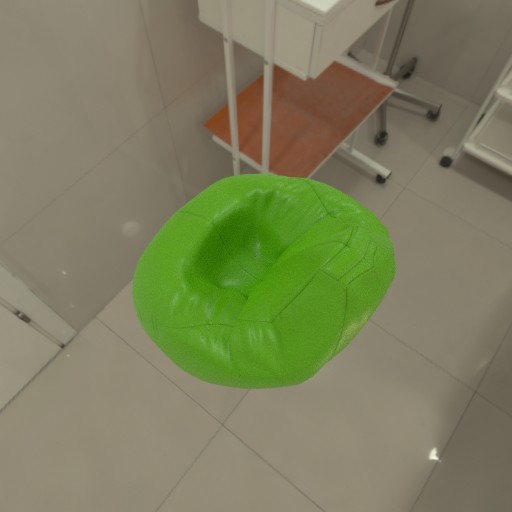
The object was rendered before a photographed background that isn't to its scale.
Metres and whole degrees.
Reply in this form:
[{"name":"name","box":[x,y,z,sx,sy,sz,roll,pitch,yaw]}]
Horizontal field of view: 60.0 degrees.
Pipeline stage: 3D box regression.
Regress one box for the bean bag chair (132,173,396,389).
[{"name":"bean bag chair","box":[0.000,0.000,1.905,1.070,0.990,1.070,35,68,17]}]
